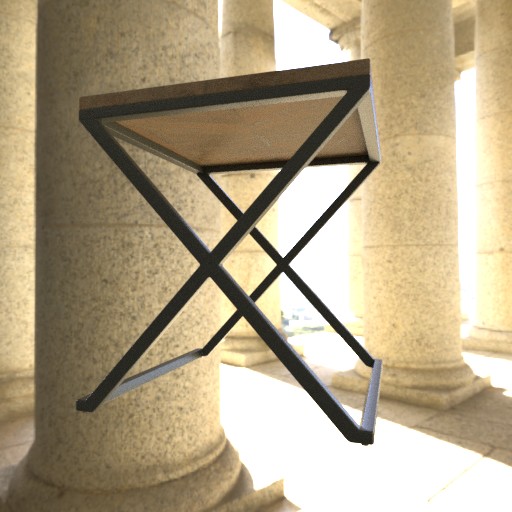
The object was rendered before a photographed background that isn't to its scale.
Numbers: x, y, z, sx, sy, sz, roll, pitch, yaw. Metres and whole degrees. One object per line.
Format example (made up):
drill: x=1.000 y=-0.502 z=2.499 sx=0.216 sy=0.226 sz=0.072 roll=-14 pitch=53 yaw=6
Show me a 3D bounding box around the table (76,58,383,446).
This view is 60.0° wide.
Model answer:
table: x=0.000 y=0.000 z=0.932 sx=0.498 sy=0.550 sz=0.499 roll=0 pitch=-1 yaw=17
